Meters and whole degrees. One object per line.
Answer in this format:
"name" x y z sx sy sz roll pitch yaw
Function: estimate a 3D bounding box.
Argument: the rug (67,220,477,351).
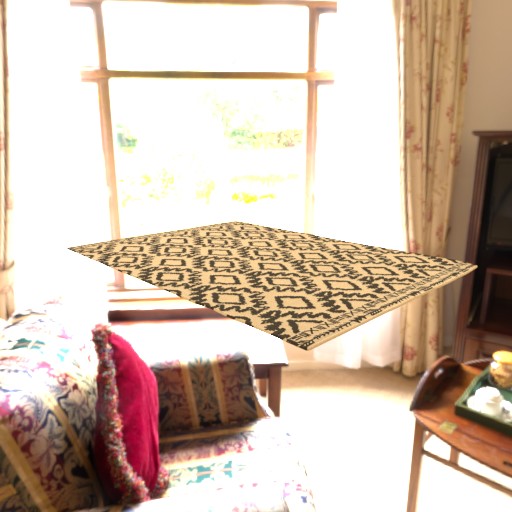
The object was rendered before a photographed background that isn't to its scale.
"rug" 0.000 0.000 4.385 2.444 0.036 3.369 -13 20 -42
